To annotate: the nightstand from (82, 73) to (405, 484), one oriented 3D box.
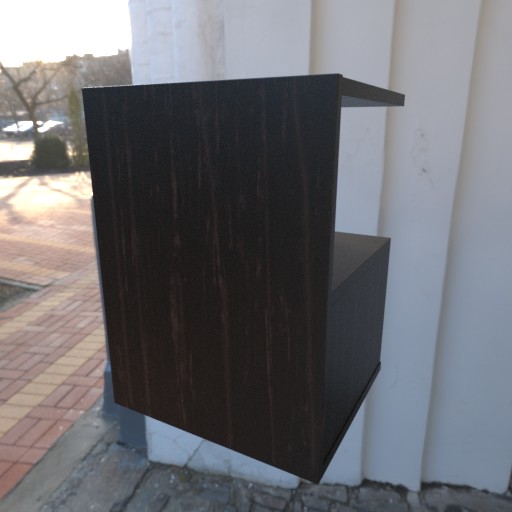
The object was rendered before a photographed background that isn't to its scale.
[{"bbox_3d":[0.000,0.000,0.798,0.400,0.559,0.356,9,19,28],"label":"nightstand"}]
